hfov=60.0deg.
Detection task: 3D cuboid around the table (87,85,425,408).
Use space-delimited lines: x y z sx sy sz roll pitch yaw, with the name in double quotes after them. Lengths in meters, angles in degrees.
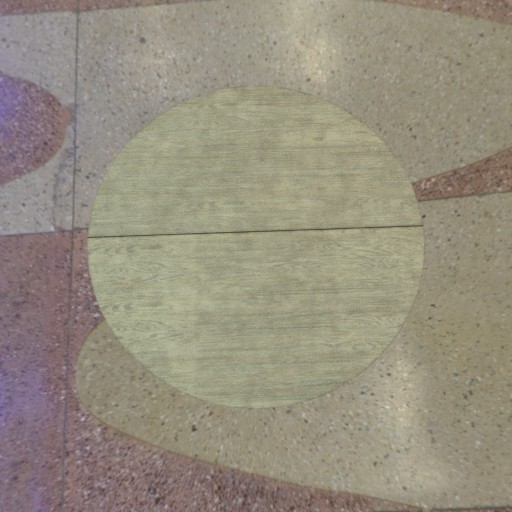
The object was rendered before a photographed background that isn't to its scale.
0.000 0.000 2.171 1.363 0.781 1.363 0 75 0 "table"
